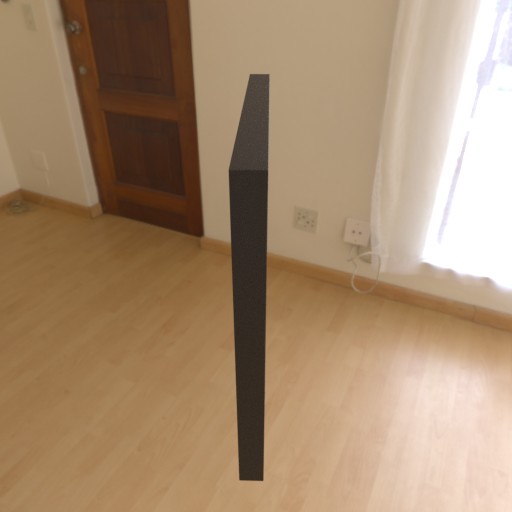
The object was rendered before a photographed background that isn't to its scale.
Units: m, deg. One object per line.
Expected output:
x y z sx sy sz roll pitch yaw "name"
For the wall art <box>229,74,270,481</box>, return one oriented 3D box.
0.000 0.000 0.769 0.038 0.507 0.507 1 32 1 "wall art"
